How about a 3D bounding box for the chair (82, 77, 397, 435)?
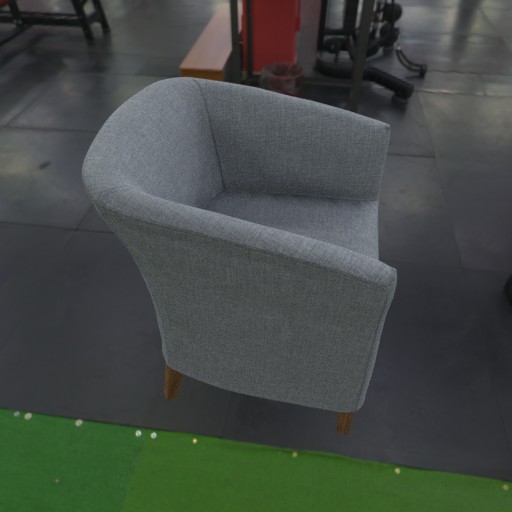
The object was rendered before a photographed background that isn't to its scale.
[{"bbox_3d":[0.000,0.000,1.215,0.668,0.771,0.600,8,45,8],"label":"chair"}]
